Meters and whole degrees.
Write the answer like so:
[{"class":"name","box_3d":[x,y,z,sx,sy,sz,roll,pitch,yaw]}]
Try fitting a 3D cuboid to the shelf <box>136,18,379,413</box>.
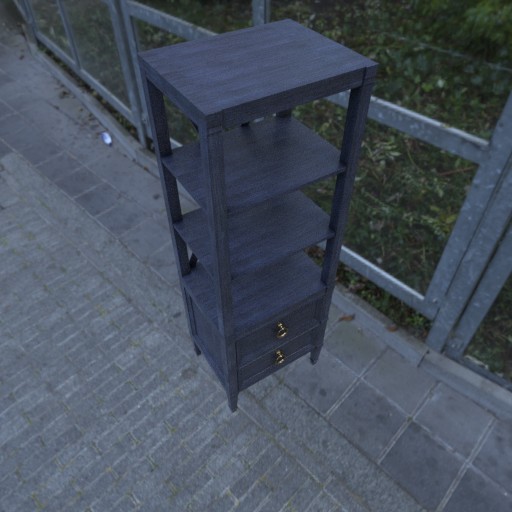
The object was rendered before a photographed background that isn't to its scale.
[{"class":"shelf","box_3d":[0.000,0.000,1.971,0.584,1.727,0.472,-24,51,-22]}]
